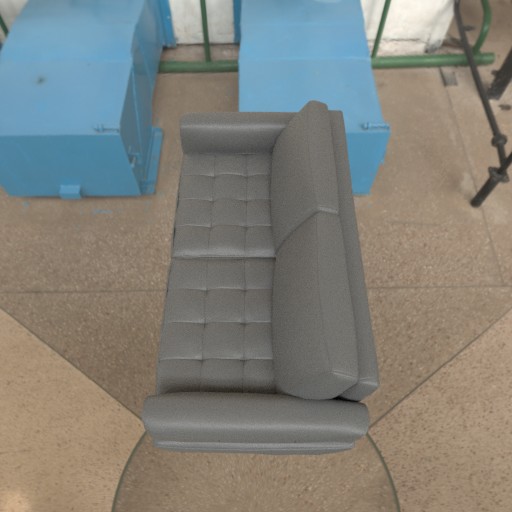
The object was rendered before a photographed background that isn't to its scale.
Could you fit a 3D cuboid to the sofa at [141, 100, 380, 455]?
[{"bbox_3d":[0.000,0.000,2.700,1.121,0.930,2.177,0,59,0],"label":"sofa"}]
